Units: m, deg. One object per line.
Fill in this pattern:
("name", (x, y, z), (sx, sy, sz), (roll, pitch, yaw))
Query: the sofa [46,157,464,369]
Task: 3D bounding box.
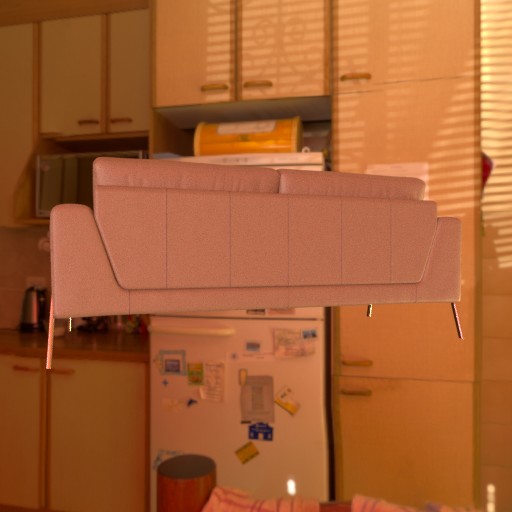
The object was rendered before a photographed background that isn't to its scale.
("sofa", (0.000, 0.000, 2.472), (2.017, 0.875, 0.953), (0, 0, -18))
